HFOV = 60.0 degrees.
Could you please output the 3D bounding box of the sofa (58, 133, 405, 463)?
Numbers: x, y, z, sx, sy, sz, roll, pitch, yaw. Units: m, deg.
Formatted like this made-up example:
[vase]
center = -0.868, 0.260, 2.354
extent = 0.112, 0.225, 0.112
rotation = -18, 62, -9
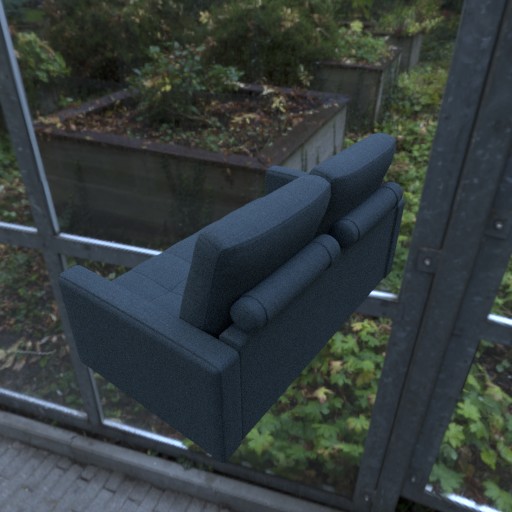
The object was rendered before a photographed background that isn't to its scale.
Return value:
[sofa]
center = 0.000, 0.000, 1.941
extent = 0.842, 0.907, 1.407
rotation = 21, 38, 30
